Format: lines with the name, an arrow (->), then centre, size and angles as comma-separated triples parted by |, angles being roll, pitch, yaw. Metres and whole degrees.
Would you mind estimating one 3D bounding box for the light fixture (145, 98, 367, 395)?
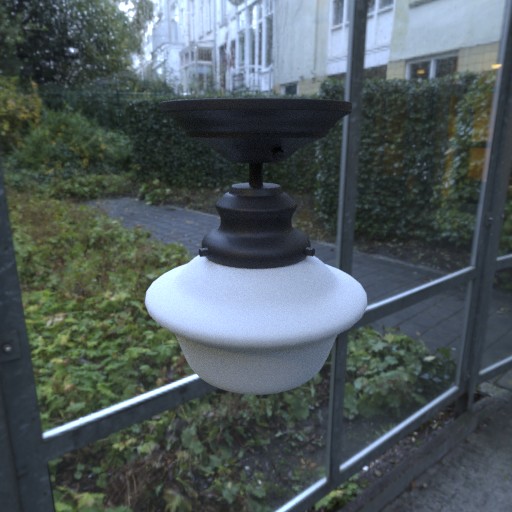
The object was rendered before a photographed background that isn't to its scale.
light fixture -> 0.000, 0.000, 0.391 | 0.197, 0.254, 0.197 | 0, 16, 0
